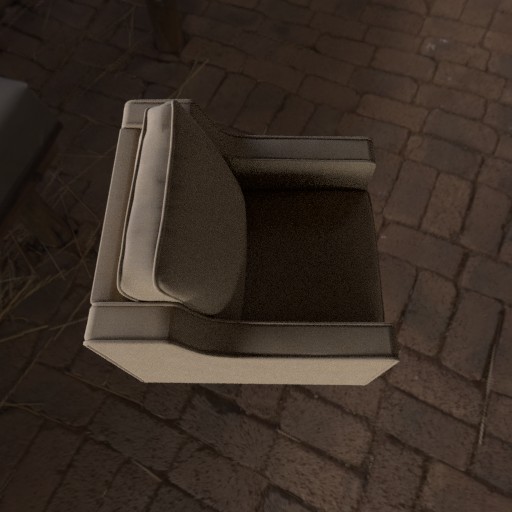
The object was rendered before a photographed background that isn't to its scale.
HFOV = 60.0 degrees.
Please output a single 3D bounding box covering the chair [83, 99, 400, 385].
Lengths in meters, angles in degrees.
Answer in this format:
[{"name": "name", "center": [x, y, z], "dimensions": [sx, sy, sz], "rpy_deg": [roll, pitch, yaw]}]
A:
[{"name": "chair", "center": [0.000, 0.000, 1.635], "dimensions": [0.909, 0.960, 0.831], "rpy_deg": [1, 66, 0]}]
